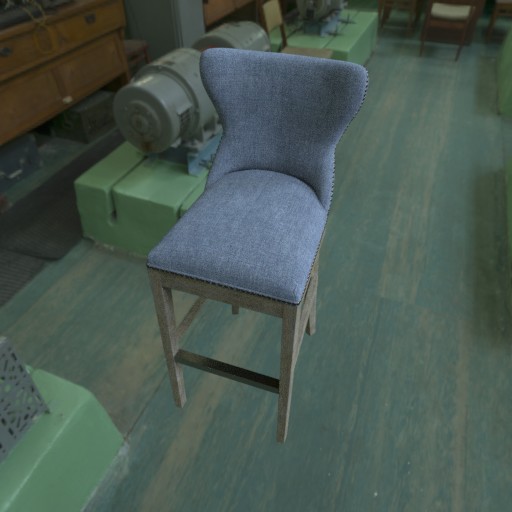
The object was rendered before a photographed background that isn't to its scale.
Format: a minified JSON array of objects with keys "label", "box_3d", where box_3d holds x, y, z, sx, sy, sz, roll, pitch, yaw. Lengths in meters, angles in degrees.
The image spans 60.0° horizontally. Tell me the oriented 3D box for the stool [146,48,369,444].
[{"label":"stool","box_3d":[0.000,0.000,1.444,0.494,1.123,0.606,13,43,15]}]
